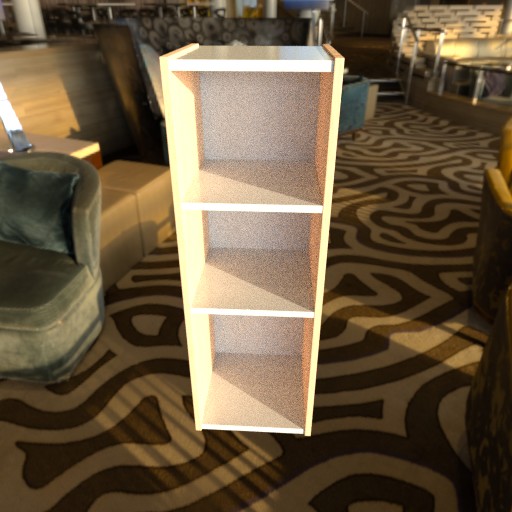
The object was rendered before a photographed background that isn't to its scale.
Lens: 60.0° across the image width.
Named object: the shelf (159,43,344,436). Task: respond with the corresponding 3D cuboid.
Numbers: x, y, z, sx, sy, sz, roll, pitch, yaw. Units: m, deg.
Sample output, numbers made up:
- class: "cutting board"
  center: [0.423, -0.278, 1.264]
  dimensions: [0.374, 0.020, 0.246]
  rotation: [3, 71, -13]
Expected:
- class: "shelf"
  center: [0.000, 0.000, 1.063]
  dimensions: [0.300, 0.900, 0.290]
  rotation: [2, 30, 3]
